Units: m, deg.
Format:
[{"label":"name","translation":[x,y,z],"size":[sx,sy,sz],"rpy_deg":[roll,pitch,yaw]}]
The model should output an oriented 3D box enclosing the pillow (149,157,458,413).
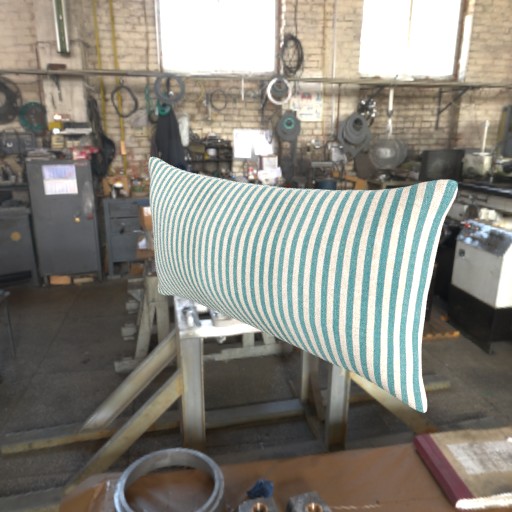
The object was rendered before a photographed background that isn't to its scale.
[{"label":"pillow","translation":[0.000,0.000,0.728],"size":[0.151,0.295,0.617],"rpy_deg":[-15,22,-42]}]
